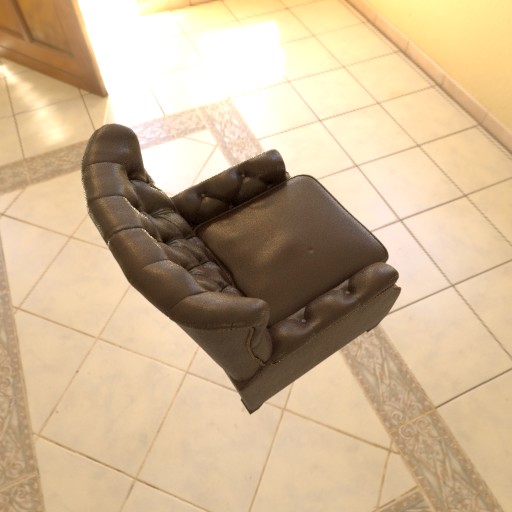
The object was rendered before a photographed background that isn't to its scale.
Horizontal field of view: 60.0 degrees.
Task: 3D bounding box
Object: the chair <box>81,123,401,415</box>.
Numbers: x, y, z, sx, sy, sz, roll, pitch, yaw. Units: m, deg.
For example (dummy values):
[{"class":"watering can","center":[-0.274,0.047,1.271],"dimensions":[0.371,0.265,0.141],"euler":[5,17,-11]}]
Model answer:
[{"class":"chair","center":[0.000,0.000,1.470],"dimensions":[0.823,0.864,0.709],"euler":[-29,61,-18]}]
